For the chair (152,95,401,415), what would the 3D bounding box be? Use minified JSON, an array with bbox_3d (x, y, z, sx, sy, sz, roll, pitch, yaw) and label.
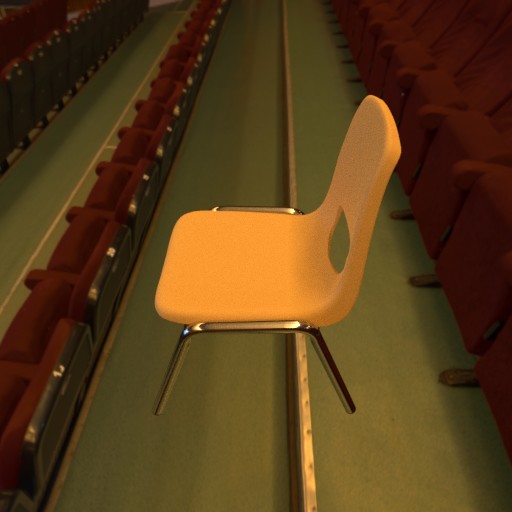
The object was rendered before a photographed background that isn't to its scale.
[{"bbox_3d":[0.000,0.000,0.852,0.423,0.586,0.354,1,42,1],"label":"chair"}]
